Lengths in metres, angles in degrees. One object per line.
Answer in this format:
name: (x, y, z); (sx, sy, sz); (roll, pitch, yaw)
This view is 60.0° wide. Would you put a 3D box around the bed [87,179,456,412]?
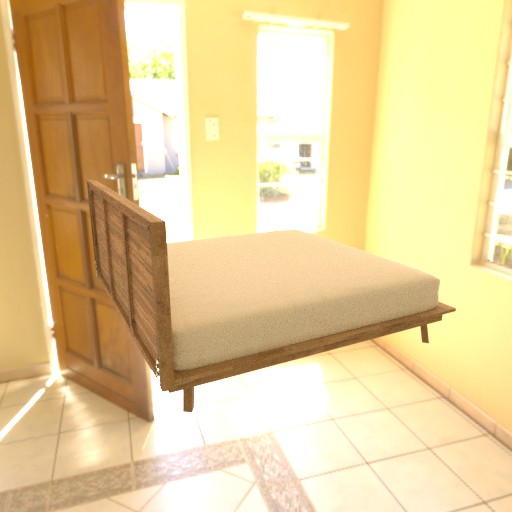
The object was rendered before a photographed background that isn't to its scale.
bed: (0.000, 0.000, 3.496); (2.167, 1.100, 2.116); (-8, 17, -26)
